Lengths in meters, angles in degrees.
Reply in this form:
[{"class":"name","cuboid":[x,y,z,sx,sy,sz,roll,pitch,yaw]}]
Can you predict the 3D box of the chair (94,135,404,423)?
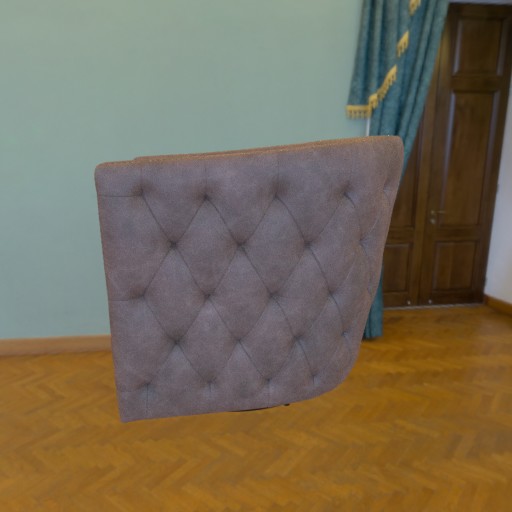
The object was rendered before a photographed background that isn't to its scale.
[{"class":"chair","cuboid":[0.000,0.000,1.502,0.870,0.790,0.850,-2,14,-9]}]
